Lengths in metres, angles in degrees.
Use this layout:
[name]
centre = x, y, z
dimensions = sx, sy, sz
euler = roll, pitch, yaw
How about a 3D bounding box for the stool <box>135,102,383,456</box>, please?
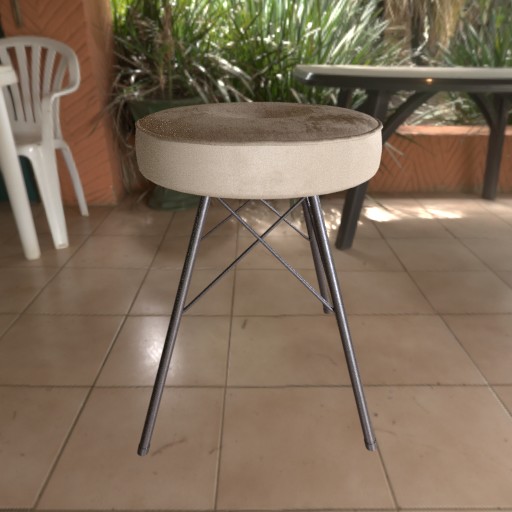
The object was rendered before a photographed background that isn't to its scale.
[stool]
centre = 0.000, 0.000, 0.856
dimensions = 0.423, 0.538, 0.457
euler = -1, 25, -1
